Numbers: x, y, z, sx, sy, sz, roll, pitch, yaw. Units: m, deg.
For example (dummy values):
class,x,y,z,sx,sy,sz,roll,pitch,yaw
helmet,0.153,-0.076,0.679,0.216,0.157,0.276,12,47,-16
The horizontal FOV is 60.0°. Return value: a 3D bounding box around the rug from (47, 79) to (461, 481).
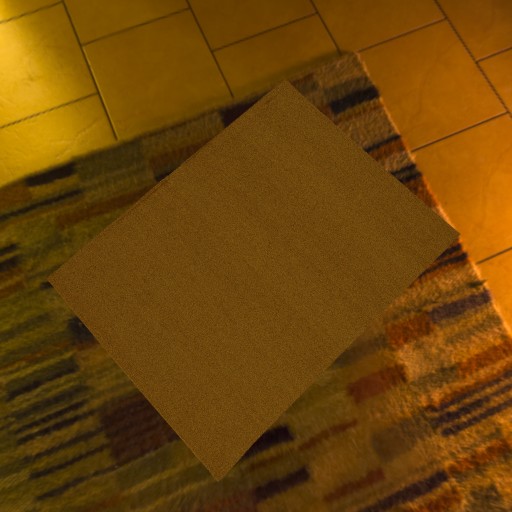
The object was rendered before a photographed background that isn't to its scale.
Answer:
class,x,y,z,sx,sy,sz,roll,pitch,yaw
rug,0.000,0.000,4.256,3.202,0.045,2.434,-42,79,-10
